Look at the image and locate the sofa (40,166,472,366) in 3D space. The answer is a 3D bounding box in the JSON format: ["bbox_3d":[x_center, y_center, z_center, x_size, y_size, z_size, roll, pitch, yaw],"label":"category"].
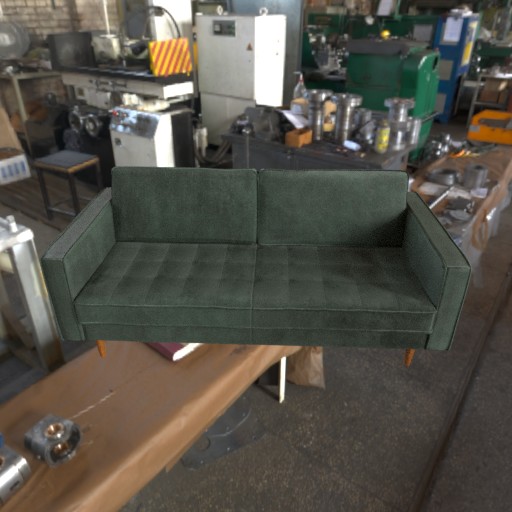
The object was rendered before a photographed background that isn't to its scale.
[{"bbox_3d":[0.000,0.000,2.272,1.816,0.781,0.886,1,29,2],"label":"sofa"}]
